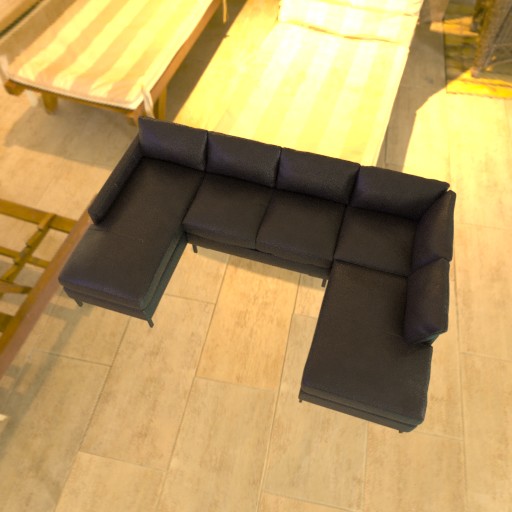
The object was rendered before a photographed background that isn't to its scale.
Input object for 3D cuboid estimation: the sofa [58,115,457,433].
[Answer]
[{"bbox_3d":[0.000,0.000,3.717,2.956,0.900,1.939,15,58,9],"label":"sofa"}]
